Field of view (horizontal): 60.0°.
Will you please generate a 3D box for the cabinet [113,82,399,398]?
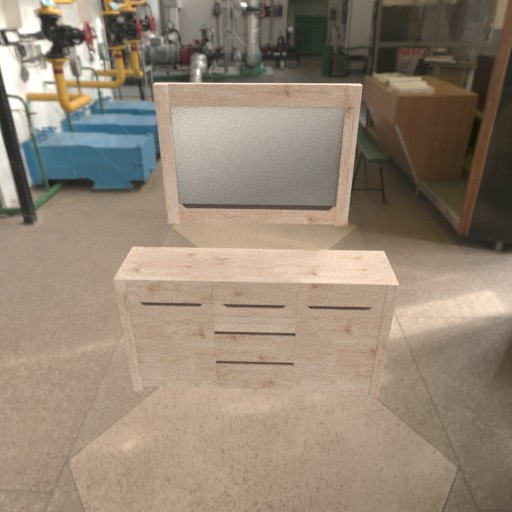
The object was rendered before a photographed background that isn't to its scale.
[{"bbox_3d":[0.000,0.000,2.780,1.700,1.981,0.420,1,29,2],"label":"cabinet"}]
